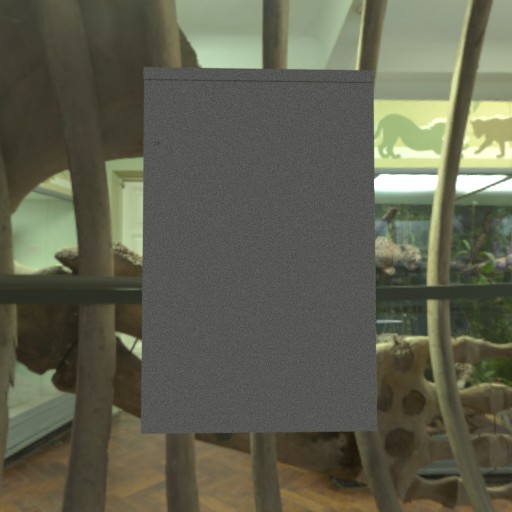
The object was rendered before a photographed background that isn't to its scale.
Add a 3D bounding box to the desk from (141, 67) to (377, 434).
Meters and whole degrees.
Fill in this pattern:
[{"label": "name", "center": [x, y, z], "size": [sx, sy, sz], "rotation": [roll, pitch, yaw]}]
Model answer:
[{"label": "desk", "center": [0.000, 0.000, 1.335], "size": [0.482, 0.730, 0.898], "rotation": [0, -2, -2]}]
